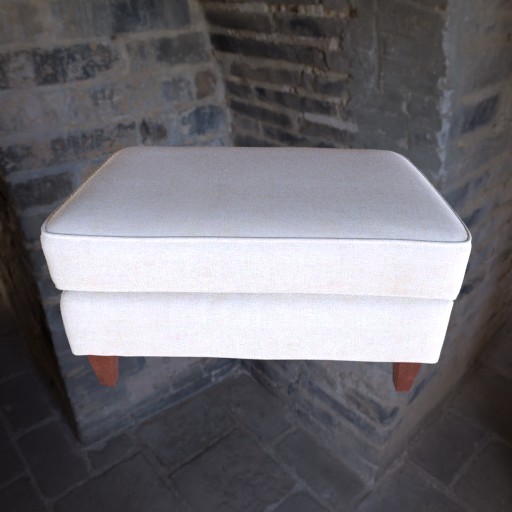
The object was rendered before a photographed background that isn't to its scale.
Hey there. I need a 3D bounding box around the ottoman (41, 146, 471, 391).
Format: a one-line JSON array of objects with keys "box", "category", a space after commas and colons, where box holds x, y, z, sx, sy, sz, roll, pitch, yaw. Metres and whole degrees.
[{"box": [0.000, 0.000, 1.185, 0.862, 0.484, 0.583, 1, 31, 1], "category": "ottoman"}]
